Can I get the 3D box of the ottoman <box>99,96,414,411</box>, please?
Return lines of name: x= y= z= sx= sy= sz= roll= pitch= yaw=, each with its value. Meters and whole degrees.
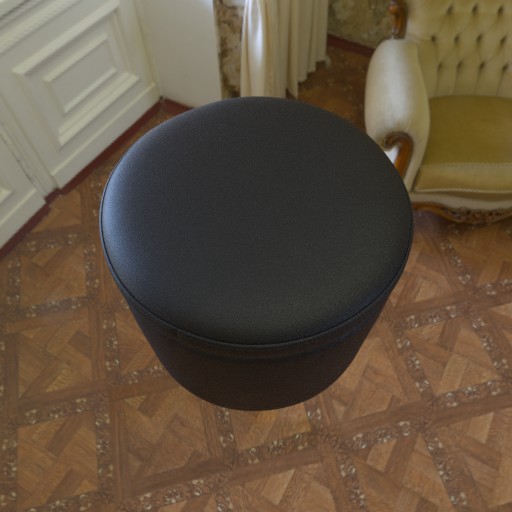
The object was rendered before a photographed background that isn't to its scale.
ottoman: x=0.000 y=0.000 z=0.852 sx=0.501 sy=0.409 sz=0.501 roll=0 pitch=58 yaw=0
